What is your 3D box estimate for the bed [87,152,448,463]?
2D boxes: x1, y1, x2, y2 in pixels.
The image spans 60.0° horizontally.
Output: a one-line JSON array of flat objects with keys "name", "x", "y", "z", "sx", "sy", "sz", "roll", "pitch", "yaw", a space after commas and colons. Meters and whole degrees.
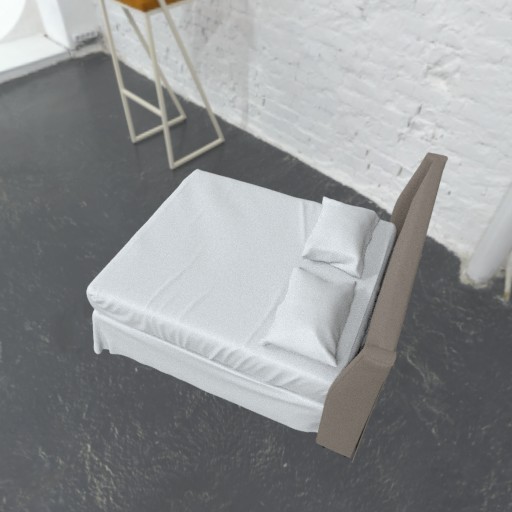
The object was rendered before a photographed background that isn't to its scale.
[{"name": "bed", "x": 0.000, "y": 0.000, "z": 3.446, "sx": 2.276, "sy": 1.332, "sz": 1.925, "roll": 18, "pitch": 49, "yaw": 16}]
